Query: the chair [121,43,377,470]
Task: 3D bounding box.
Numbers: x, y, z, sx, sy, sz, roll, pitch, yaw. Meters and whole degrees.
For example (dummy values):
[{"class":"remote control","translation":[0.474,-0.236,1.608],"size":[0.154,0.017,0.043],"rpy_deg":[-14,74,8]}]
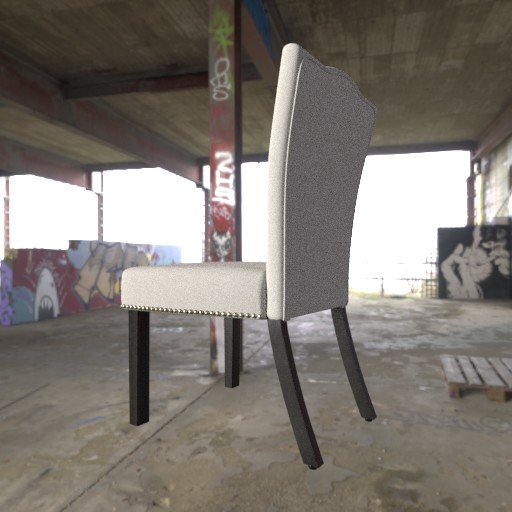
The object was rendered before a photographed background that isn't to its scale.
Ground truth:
[{"class":"chair","translation":[0.000,0.000,1.286],"size":[0.589,0.946,0.518],"rpy_deg":[0,0,35]}]
